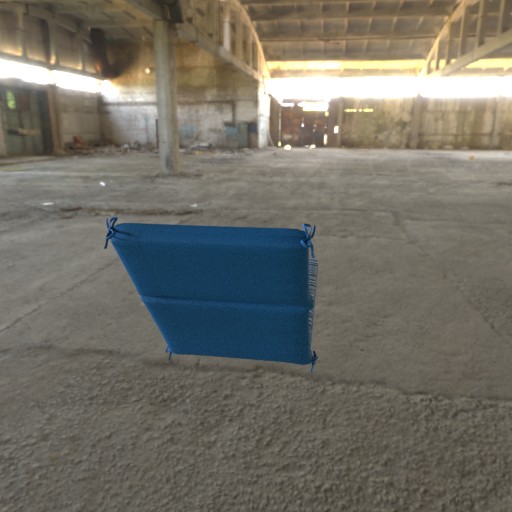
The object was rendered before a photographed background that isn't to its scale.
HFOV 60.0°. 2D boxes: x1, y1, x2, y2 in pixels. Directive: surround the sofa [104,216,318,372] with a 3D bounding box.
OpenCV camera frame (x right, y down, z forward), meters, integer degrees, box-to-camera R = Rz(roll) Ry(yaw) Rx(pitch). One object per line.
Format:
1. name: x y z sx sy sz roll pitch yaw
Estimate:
1. sofa: 0.000 0.000 1.950 0.582 0.622 1.663 3 16 9
